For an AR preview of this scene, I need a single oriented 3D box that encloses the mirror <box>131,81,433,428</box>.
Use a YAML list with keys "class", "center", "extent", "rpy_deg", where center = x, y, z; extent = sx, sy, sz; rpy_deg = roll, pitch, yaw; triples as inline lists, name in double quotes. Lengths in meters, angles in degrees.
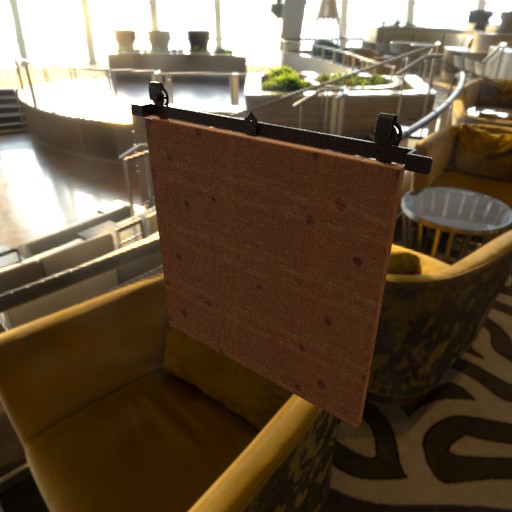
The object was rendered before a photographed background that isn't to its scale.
- class: "mirror"
  center: [0.000, 0.000, 1.164]
  extent: [0.805, 0.800, 0.054]
  rpy_deg: [21, 36, 32]
